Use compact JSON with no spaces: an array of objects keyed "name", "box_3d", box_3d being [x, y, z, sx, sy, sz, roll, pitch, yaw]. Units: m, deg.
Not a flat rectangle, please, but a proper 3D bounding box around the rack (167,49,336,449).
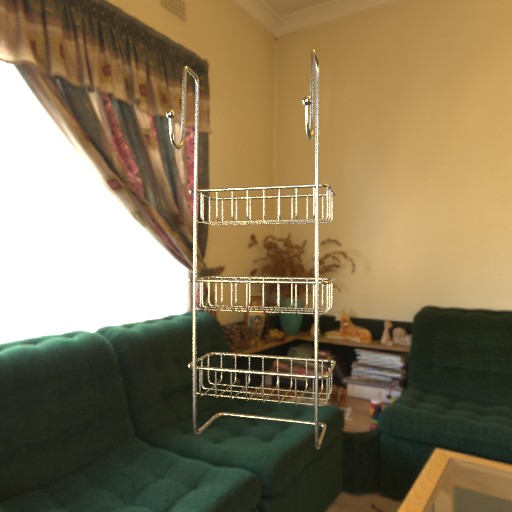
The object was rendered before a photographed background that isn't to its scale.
[{"name":"rack","box_3d":[0.000,0.000,0.684,0.228,0.574,0.202,0,0,16]}]
